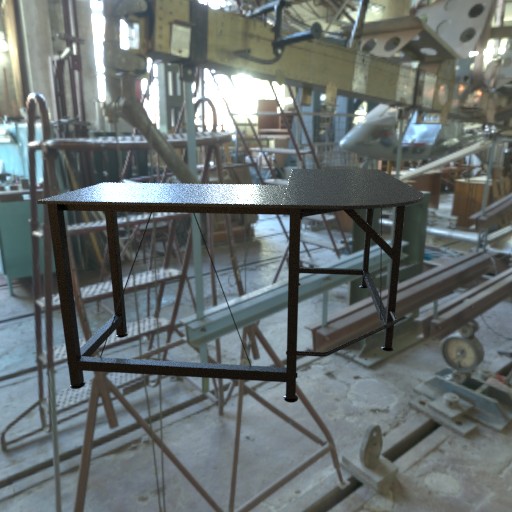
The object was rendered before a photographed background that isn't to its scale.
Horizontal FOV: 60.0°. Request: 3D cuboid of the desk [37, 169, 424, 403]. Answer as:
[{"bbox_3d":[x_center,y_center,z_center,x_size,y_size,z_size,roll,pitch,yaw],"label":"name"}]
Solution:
[{"bbox_3d":[0.000,0.000,2.261,1.400,0.762,1.400,2,16,6],"label":"desk"}]
